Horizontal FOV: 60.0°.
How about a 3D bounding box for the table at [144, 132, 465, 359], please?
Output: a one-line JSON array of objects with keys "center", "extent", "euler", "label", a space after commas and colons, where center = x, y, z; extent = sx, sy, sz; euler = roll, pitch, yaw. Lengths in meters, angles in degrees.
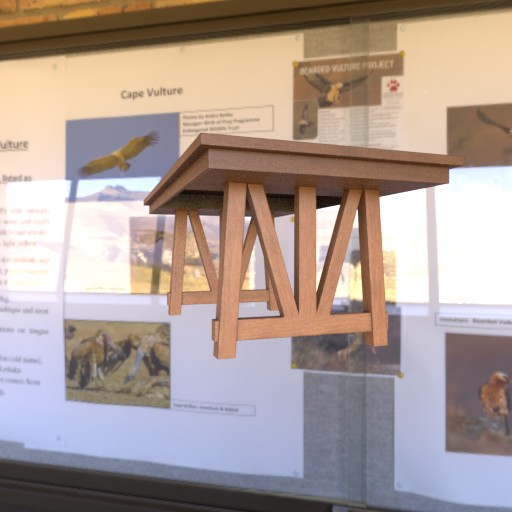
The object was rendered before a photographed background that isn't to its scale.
[{"center": [0.000, 0.000, 2.402], "extent": [1.016, 0.768, 1.881], "euler": [0, 1, -19], "label": "table"}]
